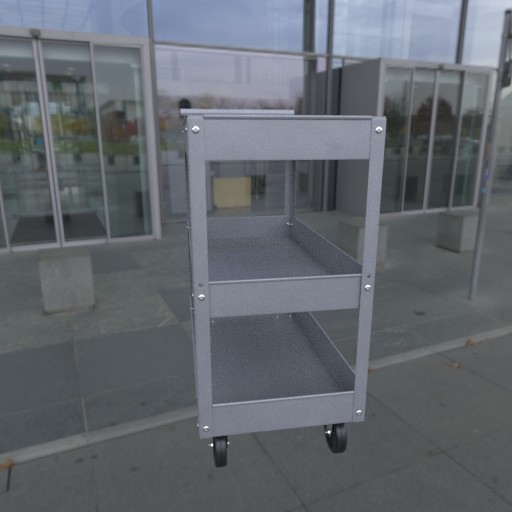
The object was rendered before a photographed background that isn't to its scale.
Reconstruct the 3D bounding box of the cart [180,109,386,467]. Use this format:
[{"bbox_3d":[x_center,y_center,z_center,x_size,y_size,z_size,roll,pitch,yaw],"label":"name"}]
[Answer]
[{"bbox_3d":[0.000,0.000,1.180,0.366,0.780,0.719,-3,15,-9],"label":"cart"}]
